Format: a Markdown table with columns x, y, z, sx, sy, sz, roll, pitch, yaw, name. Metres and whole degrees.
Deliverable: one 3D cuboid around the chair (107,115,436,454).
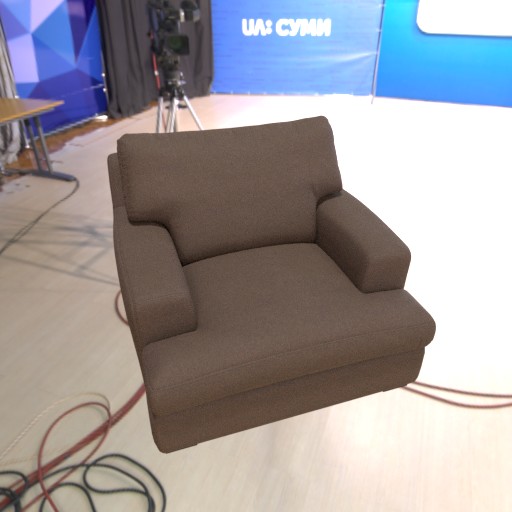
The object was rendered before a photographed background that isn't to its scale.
| x | y | z | sx | sy | sz | roll | pitch | yaw | name |
| --- | --- | --- | --- | --- | --- | --- | --- | --- | --- |
| 0.000 | 0.000 | 1.939 | 1.168 | 0.940 | 1.143 | -10 | 34 | -15 | chair |
